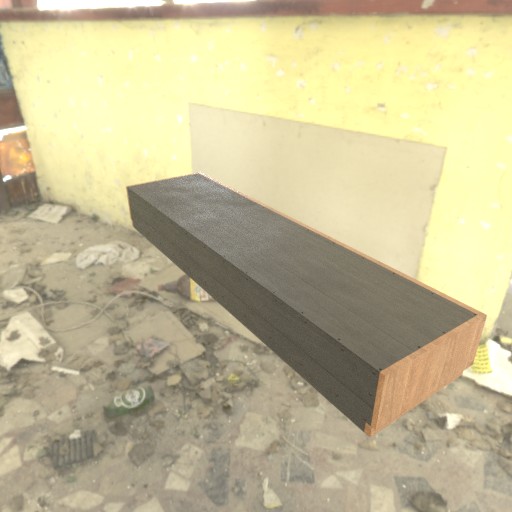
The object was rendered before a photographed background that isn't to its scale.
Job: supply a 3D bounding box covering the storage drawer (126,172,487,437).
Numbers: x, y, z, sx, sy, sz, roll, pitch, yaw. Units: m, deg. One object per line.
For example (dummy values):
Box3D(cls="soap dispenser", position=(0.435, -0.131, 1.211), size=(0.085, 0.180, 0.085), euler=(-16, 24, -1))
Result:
Box3D(cls="storage drawer", position=(0.000, 0.000, 2.181), size=(0.538, 0.264, 2.032), euler=(-18, 32, -31))
